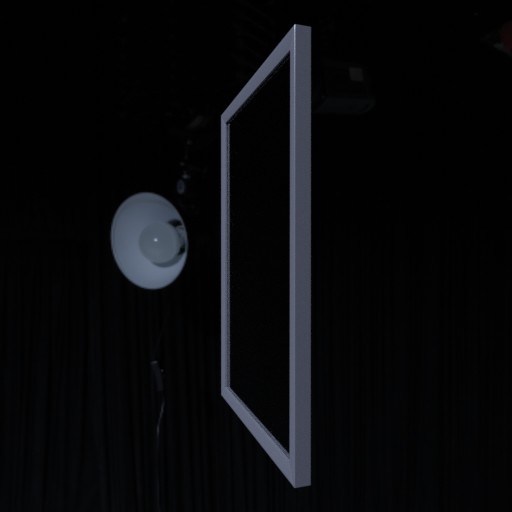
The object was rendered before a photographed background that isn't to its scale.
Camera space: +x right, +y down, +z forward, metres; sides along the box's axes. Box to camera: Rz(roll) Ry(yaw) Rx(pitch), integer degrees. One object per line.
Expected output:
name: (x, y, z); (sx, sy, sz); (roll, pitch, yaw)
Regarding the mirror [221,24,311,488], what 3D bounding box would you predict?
mirror: (0.000, 0.000, 1.169); (0.040, 0.915, 0.609); (0, 0, -18)
